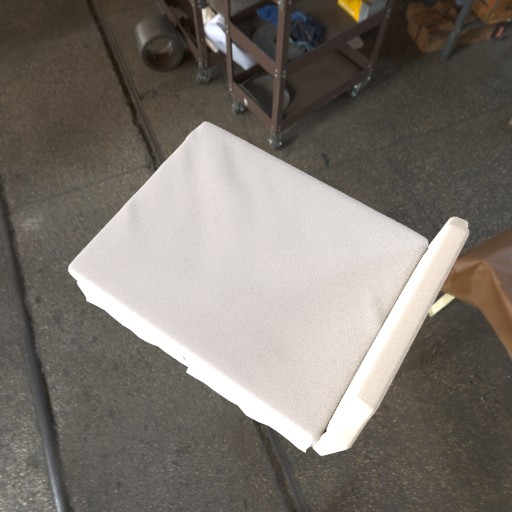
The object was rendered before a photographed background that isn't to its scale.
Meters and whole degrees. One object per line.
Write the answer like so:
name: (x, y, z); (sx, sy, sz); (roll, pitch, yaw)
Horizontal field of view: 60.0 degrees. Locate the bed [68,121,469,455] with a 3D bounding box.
bed: (0.000, 0.000, 3.540); (2.498, 1.293, 1.977); (31, 68, 14)
